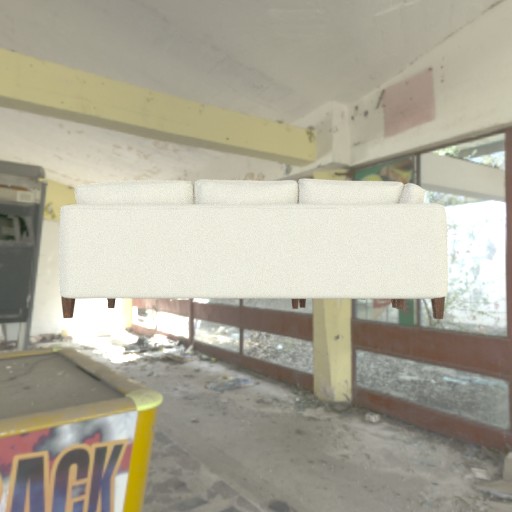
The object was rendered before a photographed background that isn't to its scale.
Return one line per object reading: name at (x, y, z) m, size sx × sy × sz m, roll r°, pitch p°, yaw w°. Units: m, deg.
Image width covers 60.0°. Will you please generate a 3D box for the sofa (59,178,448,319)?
sofa at (0.000, 0.000, 4.596) m, size 2.593 × 0.956 × 3.459 m, roll 0°, pitch -2°, yaw 1°
